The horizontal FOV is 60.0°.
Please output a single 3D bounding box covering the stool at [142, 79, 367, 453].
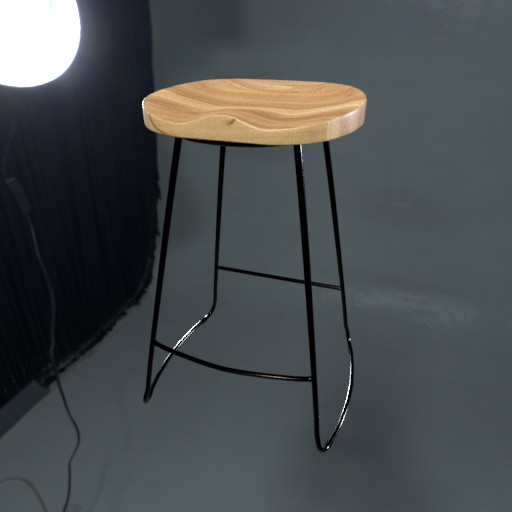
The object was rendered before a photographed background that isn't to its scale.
[{"bbox_3d":[0.000,0.000,0.963,0.480,0.679,0.401,9,29,16],"label":"stool"}]
